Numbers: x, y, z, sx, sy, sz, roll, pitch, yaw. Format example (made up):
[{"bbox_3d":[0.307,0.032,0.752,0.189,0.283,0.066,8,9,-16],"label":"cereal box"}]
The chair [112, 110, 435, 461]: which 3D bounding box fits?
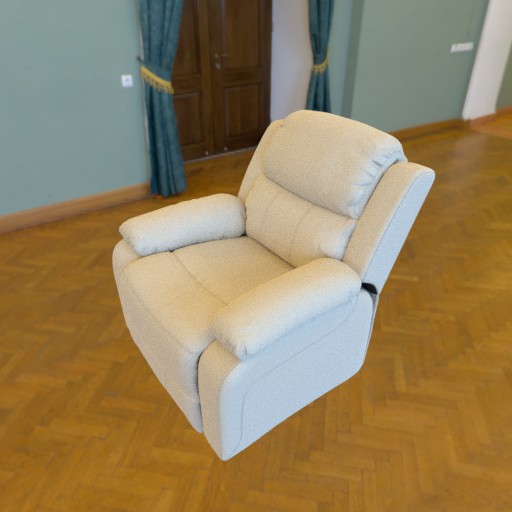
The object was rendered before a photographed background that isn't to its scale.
[{"bbox_3d":[0.000,0.000,1.277,0.709,0.702,0.680,-20,37,-30],"label":"chair"}]
